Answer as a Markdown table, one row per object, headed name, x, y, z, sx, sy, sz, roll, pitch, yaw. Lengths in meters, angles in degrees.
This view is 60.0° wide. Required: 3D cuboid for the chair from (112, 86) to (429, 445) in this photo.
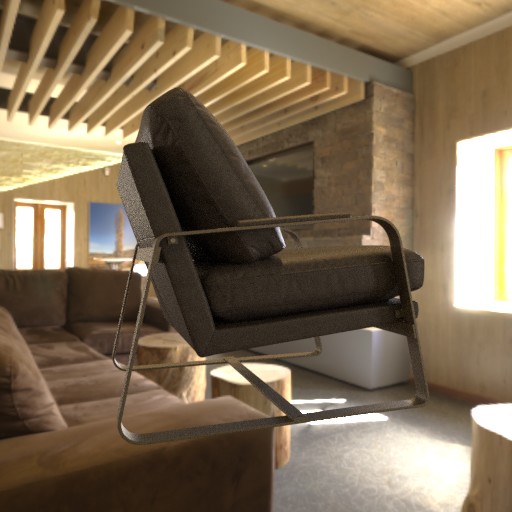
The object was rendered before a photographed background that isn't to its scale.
| name | x | y | z | sx | sy | sz | roll | pitch | yaw |
| --- | --- | --- | --- | --- | --- | --- | --- | --- | --- |
| chair | 0.000 | 0.000 | 1.437 | 0.878 | 0.839 | 0.692 | 0 | 1 | -19 |
